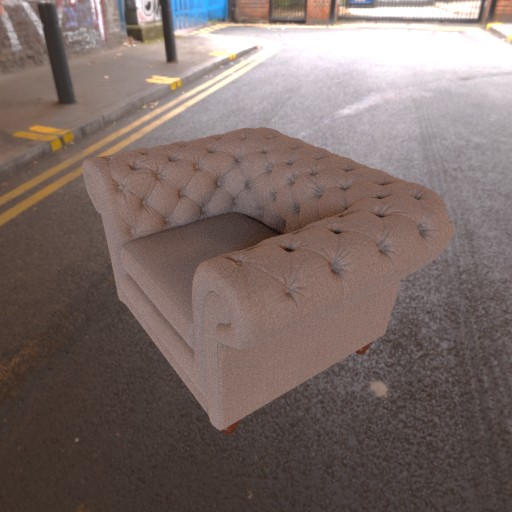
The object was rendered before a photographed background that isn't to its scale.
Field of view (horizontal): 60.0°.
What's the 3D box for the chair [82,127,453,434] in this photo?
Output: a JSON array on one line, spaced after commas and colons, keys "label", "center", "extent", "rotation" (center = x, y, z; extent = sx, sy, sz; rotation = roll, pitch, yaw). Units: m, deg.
[{"label": "chair", "center": [0.000, 0.000, 1.881], "extent": [0.976, 0.770, 1.270], "rotation": [-21, 37, -30]}]
